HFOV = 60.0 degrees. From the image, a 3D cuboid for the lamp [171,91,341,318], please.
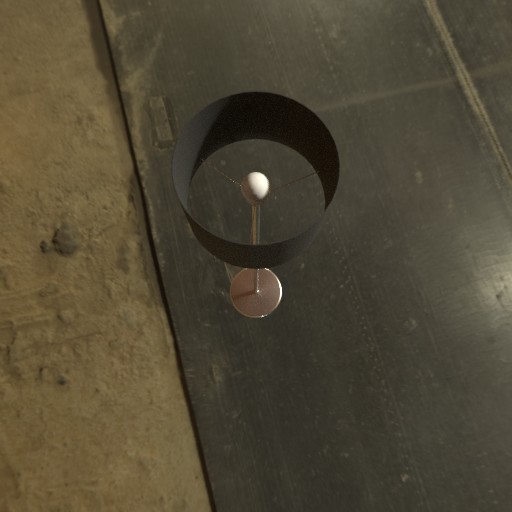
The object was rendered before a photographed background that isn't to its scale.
[{"bbox_3d":[0.000,0.000,1.607,0.348,1.443,0.348,36,78,9],"label":"lamp"}]
